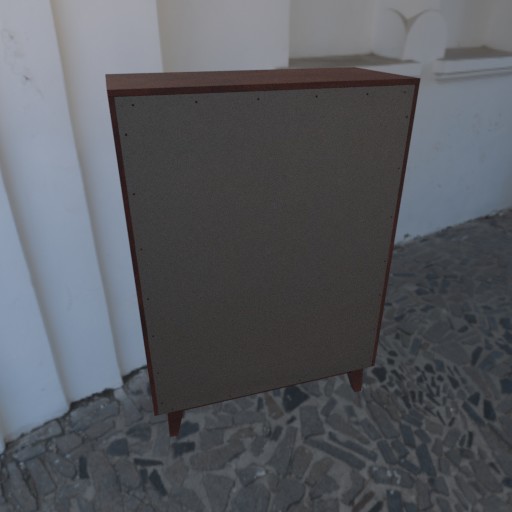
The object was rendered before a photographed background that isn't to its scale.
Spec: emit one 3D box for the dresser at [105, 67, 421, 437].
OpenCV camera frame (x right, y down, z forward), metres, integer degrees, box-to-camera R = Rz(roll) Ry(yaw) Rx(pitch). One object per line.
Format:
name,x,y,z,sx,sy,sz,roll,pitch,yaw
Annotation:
dresser,0.000,0.000,2.002,1.072,1.514,0.506,-8,29,-15
